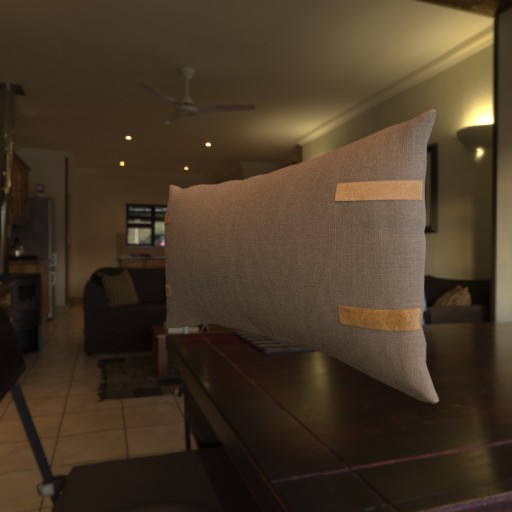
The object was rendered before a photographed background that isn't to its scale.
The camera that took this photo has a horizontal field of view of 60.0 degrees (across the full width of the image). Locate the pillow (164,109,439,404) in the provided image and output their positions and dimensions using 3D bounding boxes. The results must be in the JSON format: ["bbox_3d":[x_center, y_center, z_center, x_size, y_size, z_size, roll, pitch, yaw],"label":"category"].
[{"bbox_3d":[0.000,0.000,0.699,0.148,0.308,0.612,0,0,-38],"label":"pillow"}]
